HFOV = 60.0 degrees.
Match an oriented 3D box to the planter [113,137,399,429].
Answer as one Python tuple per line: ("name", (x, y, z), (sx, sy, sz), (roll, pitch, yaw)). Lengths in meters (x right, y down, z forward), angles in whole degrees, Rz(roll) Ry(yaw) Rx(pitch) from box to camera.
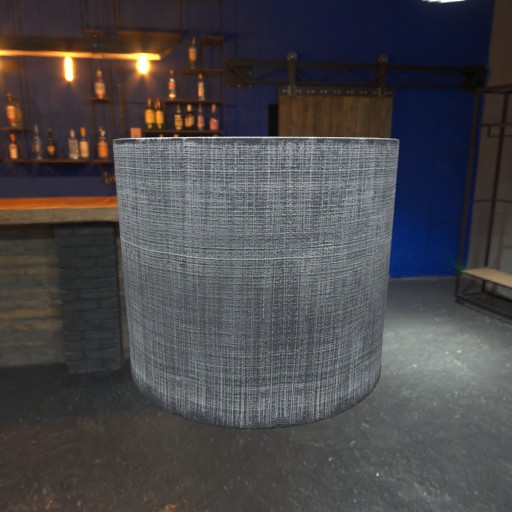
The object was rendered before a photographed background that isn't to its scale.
("planter", (0.000, 0.000, 0.438), (0.254, 0.221, 0.254), (0, 14, 0))
